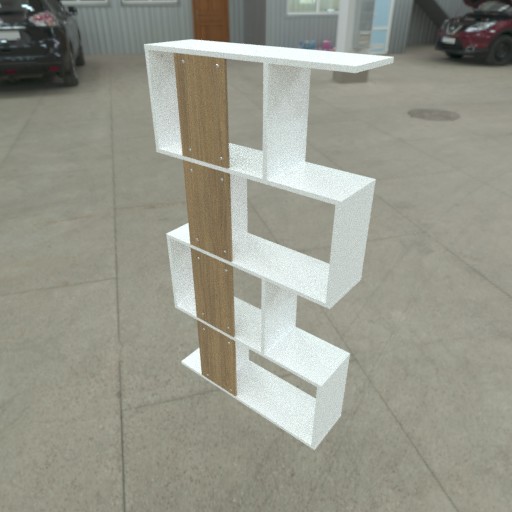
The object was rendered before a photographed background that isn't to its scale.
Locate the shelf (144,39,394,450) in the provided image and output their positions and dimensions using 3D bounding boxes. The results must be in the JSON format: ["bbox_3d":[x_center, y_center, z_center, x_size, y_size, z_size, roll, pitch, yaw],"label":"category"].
[{"bbox_3d":[0.000,0.000,1.947,0.890,1.650,0.250,22,38,32],"label":"shelf"}]
